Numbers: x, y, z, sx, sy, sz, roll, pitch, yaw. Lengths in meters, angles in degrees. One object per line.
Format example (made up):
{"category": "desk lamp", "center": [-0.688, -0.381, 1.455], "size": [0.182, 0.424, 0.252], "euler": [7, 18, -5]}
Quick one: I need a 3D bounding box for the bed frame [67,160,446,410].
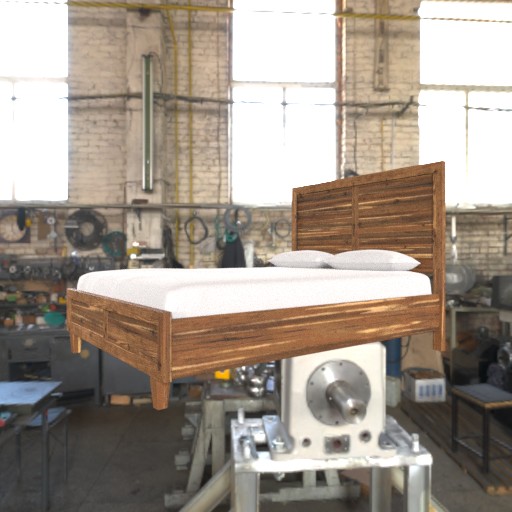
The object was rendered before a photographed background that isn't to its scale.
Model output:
{"category": "bed frame", "center": [0.000, 0.000, 3.317], "size": [2.276, 1.417, 1.696], "euler": [0, 0, -37]}
